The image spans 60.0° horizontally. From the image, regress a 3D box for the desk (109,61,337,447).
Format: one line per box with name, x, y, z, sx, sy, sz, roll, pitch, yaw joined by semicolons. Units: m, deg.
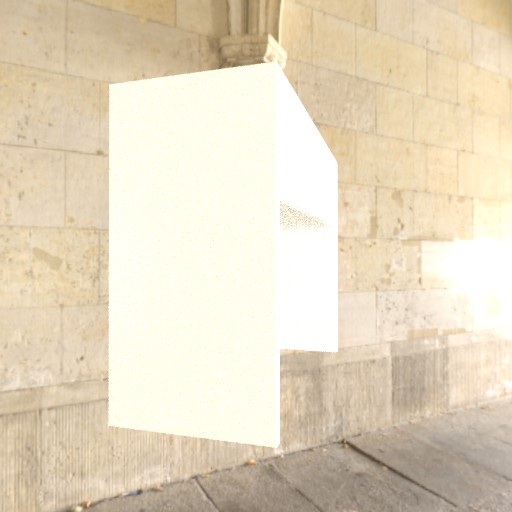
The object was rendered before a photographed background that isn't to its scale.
desk;0.000;0.000;1.443;0.400;0.790;1.000;0;0;17
